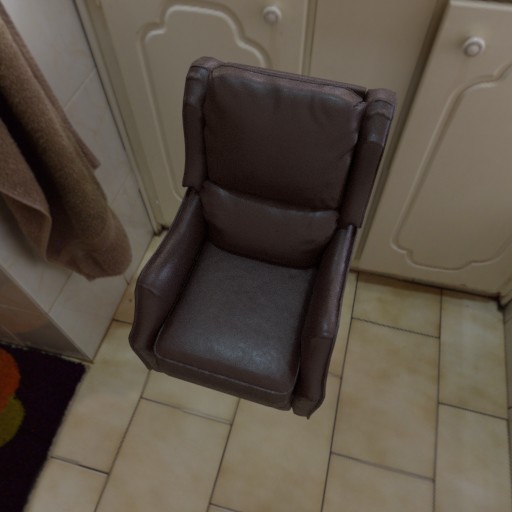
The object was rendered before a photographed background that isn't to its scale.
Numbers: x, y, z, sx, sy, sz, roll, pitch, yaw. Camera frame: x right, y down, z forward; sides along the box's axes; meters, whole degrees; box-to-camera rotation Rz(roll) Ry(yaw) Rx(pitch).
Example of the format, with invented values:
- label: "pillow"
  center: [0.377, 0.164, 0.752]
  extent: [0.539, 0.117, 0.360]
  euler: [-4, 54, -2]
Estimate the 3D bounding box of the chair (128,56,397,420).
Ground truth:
- label: "chair"
  center: [0.000, 0.000, 1.745]
  extent: [0.770, 1.132, 0.982]
  euler: [14, 58, 9]
